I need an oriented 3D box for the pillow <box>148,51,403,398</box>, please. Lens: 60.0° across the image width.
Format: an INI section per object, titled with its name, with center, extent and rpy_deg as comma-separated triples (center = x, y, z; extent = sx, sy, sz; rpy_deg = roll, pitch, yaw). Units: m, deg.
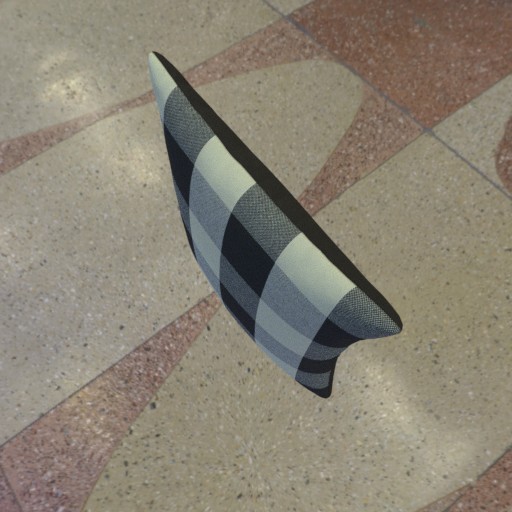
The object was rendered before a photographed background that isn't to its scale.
[pillow]
center = 0.000, 0.000, 0.776
extent = 0.161, 0.509, 0.511
rpy_deg = -34, 69, -15
